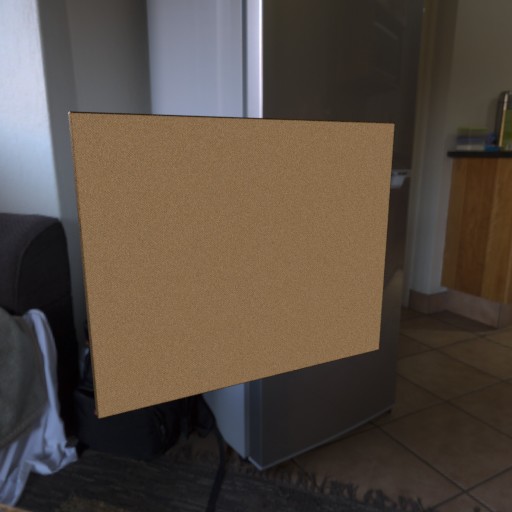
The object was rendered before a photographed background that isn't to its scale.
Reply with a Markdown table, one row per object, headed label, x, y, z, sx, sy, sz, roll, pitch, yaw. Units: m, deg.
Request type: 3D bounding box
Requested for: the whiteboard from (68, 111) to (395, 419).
| label | x | y | z | sx | sy | sz | roll | pitch | yaw |
| --- | --- | --- | --- | --- | --- | --- | --- | --- | --- |
| whiteboard | 0.000 | 0.000 | 0.770 | 0.561 | 0.457 | 0.029 | -7 | 15 | -25 |
